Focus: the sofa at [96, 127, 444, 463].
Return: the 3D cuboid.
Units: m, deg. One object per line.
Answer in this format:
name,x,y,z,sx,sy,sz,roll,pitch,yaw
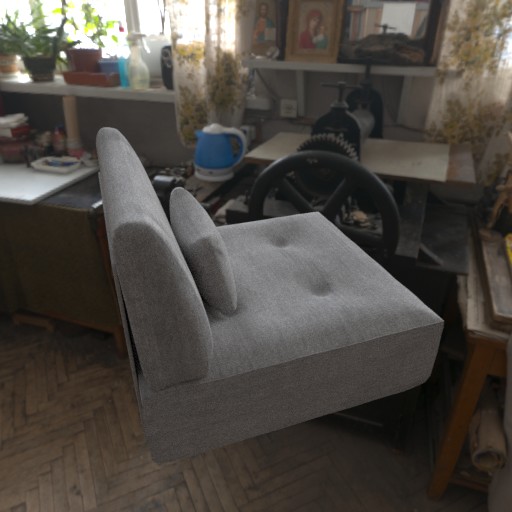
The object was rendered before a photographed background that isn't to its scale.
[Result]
sofa,0.000,0.000,1.647,1.000,0.820,0.930,-10,32,-17
